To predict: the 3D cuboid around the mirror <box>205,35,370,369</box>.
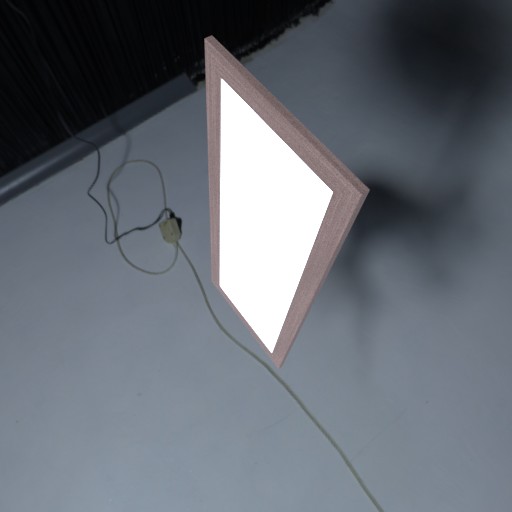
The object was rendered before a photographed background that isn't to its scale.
[{"bbox_3d":[0.000,0.000,2.316,0.221,2.020,0.812,-34,69,-15],"label":"mirror"}]
